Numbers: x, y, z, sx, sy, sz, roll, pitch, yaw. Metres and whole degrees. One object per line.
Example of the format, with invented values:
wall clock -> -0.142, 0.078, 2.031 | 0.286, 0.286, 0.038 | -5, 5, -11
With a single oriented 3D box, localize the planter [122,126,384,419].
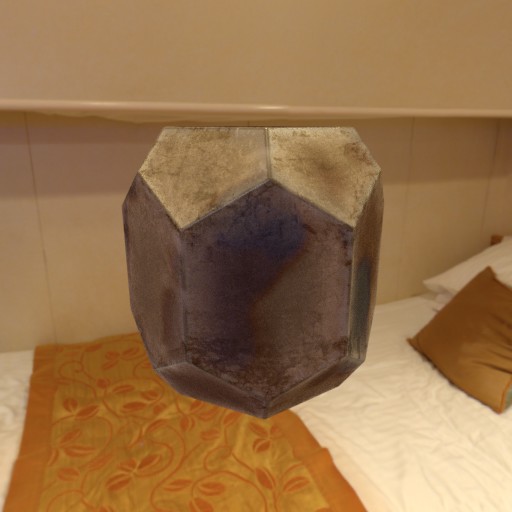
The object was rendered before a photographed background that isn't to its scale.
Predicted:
planter -> 0.000, 0.000, 0.424 | 0.221, 0.238, 0.243 | 8, 18, 24
